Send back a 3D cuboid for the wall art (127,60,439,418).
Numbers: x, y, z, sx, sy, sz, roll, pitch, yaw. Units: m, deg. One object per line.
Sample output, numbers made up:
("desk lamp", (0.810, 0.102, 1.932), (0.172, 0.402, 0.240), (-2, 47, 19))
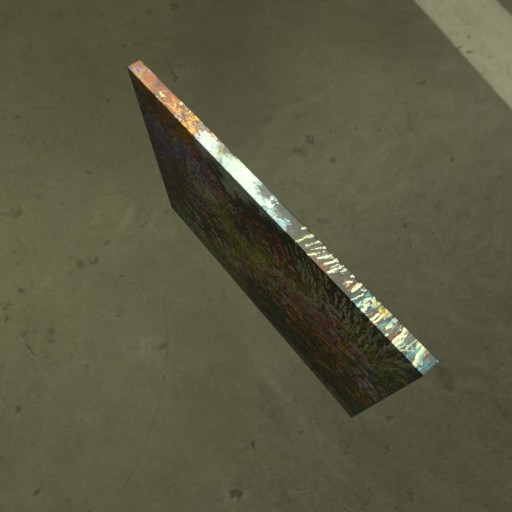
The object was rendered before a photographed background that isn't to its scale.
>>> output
("wall art", (0.000, 0.000, 1.149), (0.037, 0.604, 0.908), (-36, 69, -16))
